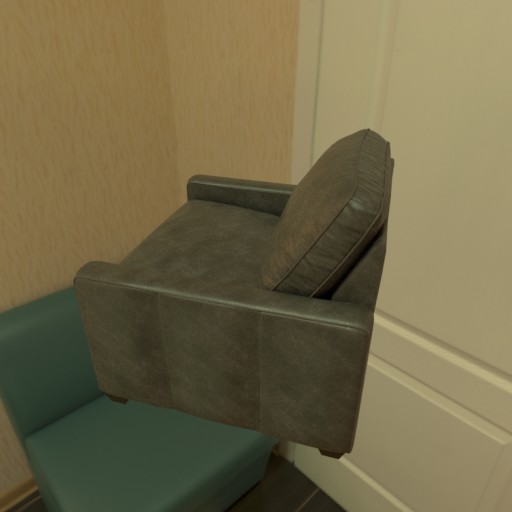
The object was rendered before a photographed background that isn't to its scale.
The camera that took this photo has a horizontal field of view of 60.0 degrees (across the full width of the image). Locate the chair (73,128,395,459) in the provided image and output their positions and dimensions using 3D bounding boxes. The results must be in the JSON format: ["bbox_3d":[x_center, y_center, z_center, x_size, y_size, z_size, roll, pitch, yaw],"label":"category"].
[{"bbox_3d":[0.000,0.000,1.742,0.939,0.916,1.006,9,31,14],"label":"chair"}]
